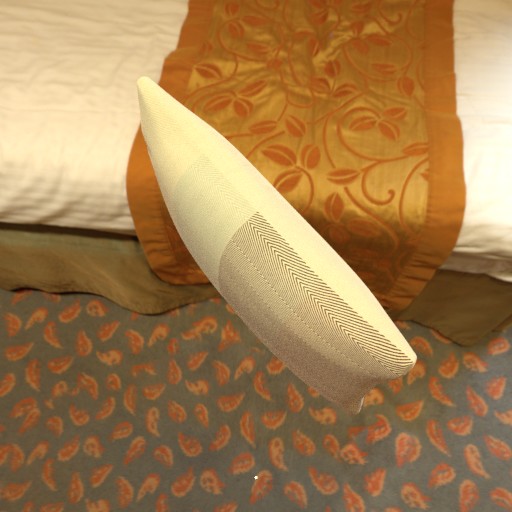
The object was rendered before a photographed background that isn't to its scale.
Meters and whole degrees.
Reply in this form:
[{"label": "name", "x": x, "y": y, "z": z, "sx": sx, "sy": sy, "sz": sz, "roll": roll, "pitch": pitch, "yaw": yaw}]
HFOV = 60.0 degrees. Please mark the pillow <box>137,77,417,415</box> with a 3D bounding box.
[{"label": "pillow", "x": 0.000, "y": 0.000, "z": 0.642, "sx": 0.139, "sy": 0.305, "sz": 0.506, "roll": -35, "pitch": 69, "yaw": -16}]
